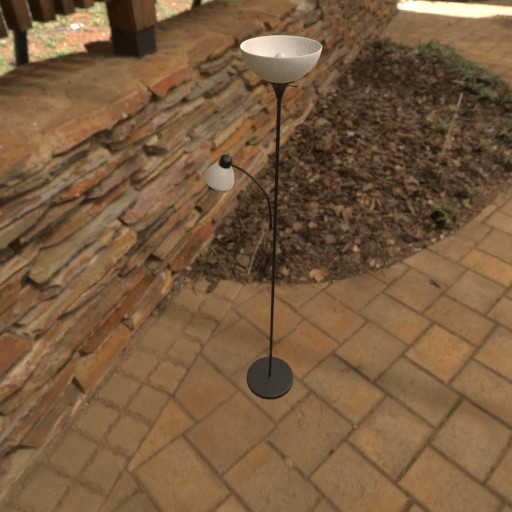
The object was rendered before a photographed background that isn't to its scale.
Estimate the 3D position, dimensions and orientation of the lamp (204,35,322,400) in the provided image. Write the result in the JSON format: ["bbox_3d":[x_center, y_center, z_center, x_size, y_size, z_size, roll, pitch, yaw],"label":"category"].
[{"bbox_3d":[0.000,0.000,2.030,0.442,1.804,0.279,11,40,13],"label":"lamp"}]
